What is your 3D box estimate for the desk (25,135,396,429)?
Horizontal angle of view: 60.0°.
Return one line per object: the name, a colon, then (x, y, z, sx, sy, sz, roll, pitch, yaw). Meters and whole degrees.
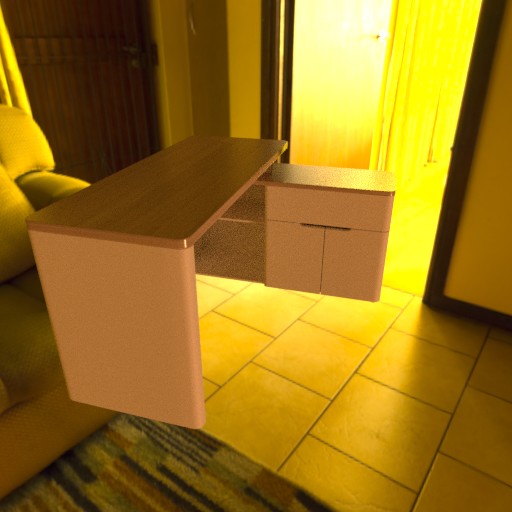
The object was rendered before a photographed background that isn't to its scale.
desk: (0.000, 0.000, 2.050, 1.175, 0.770, 1.400, 7, 27, 14)
